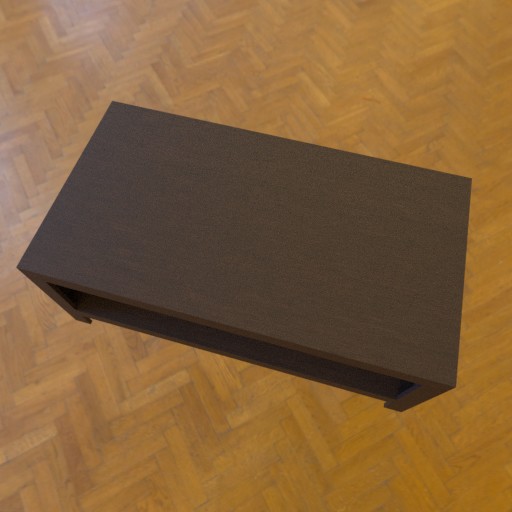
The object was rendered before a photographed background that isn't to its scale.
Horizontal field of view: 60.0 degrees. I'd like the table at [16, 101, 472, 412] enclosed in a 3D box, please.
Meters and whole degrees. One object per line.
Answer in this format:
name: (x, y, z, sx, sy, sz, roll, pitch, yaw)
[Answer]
table: (0.000, 0.000, 1.378, 1.099, 0.424, 0.597, 14, 64, 7)
